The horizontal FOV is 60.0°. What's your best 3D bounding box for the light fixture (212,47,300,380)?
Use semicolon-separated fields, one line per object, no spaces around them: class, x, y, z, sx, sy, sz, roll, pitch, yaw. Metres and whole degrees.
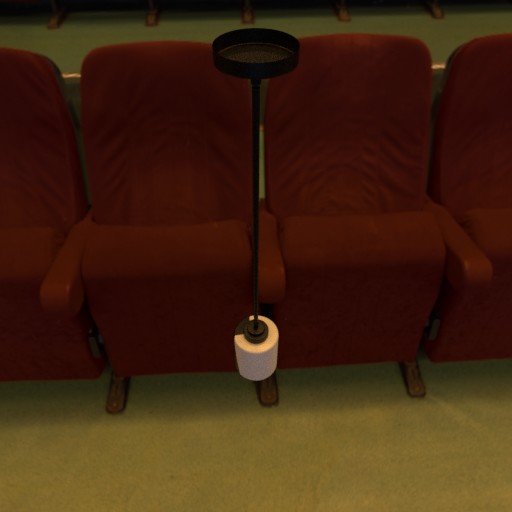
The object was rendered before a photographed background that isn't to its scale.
light fixture;0.000;0.000;0.935;0.123;0.863;0.123;-2;47;-2
